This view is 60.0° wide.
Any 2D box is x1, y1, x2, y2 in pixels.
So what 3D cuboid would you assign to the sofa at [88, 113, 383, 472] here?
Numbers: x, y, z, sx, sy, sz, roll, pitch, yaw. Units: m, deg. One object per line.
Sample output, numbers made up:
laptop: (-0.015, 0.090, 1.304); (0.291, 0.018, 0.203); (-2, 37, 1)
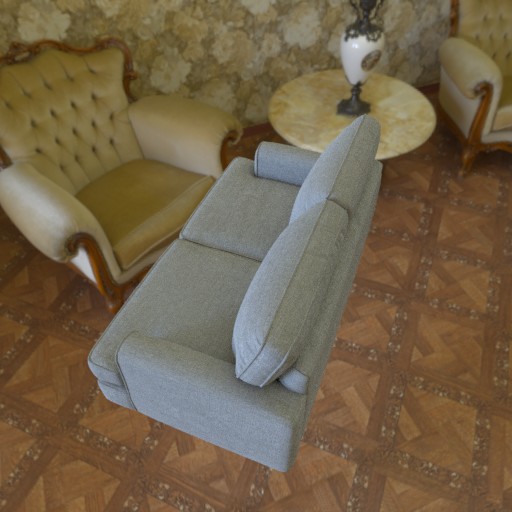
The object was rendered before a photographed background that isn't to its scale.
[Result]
sofa: (0.000, 0.000, 2.242); (0.965, 0.965, 1.651); (16, 49, 15)
